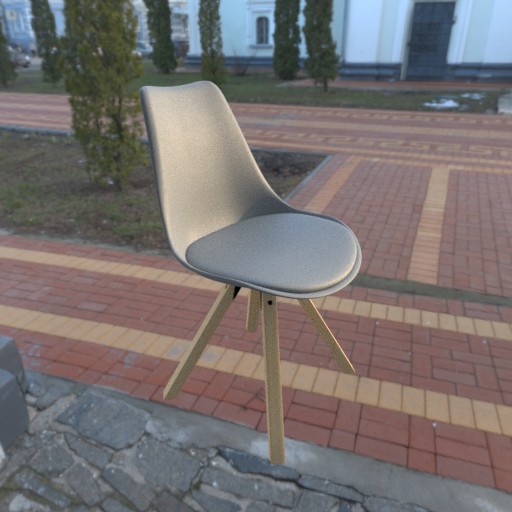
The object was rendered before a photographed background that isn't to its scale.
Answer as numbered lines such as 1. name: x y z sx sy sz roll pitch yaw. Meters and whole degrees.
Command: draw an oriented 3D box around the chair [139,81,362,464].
1. chair: 0.000 0.000 1.197 0.549 0.850 0.485 17 30 32
